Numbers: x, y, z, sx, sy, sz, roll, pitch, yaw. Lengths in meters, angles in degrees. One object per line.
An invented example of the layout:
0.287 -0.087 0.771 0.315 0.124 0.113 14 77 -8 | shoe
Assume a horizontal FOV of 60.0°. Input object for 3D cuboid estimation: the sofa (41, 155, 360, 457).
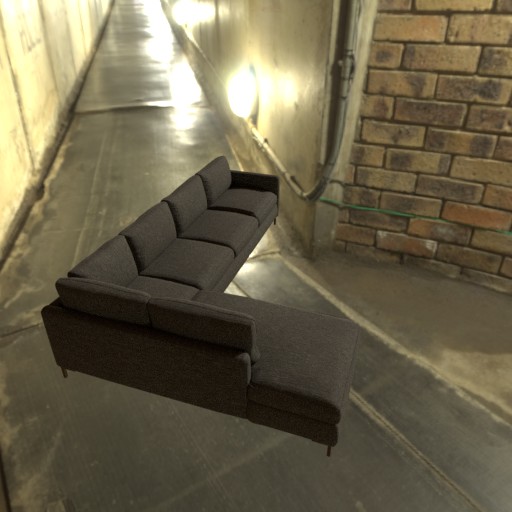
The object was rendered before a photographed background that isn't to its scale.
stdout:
0.000 0.000 3.881 2.007 0.815 2.949 10 32 16 | sofa
